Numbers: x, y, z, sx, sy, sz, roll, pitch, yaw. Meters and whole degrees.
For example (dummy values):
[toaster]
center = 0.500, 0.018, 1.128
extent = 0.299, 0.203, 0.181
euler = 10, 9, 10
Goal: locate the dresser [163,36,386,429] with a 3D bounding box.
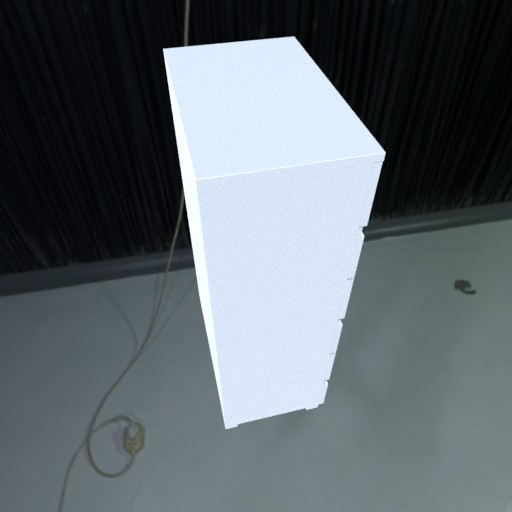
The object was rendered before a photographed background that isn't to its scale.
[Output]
[dresser]
center = 0.000, 0.000, 1.540
extent = 0.400, 1.190, 0.650
euler = -10, 47, -9
